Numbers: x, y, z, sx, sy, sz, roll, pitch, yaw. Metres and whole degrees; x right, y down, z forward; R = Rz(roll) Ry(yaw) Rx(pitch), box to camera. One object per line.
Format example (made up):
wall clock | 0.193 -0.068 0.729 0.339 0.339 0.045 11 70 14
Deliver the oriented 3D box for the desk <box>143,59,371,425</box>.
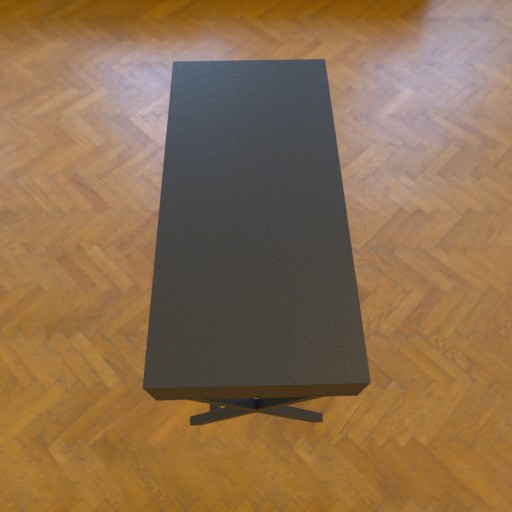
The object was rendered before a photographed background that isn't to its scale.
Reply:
desk | 0.000 0.000 1.569 0.525 0.780 1.057 -1 62 -1
